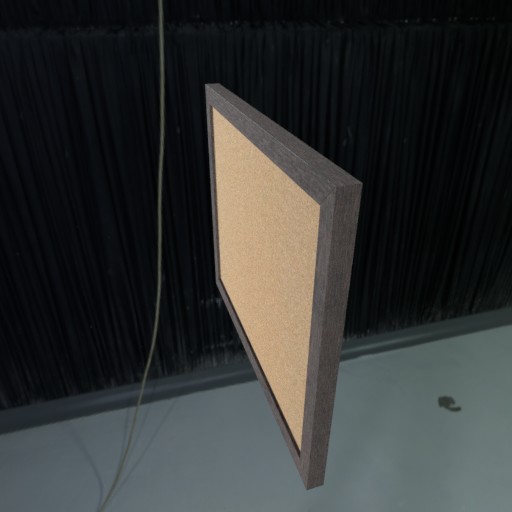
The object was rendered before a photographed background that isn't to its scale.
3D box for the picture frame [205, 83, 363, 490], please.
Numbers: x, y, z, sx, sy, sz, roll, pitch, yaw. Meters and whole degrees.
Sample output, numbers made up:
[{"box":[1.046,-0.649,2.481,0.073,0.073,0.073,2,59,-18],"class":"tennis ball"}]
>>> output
[{"box":[0.000,0.000,0.736,0.026,0.455,0.546,-9,32,-15],"class":"picture frame"}]
